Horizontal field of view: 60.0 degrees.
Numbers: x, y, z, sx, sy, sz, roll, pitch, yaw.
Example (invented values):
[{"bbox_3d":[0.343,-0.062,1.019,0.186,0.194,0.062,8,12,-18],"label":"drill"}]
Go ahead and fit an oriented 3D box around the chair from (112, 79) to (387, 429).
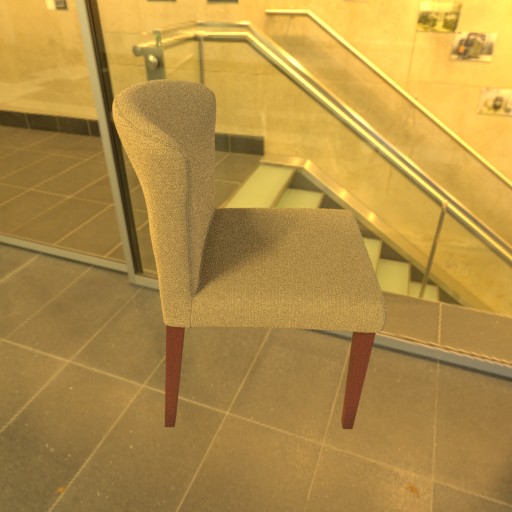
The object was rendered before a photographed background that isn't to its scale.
[{"bbox_3d":[0.000,0.000,1.164,0.589,0.839,0.491,1,33,1],"label":"chair"}]
